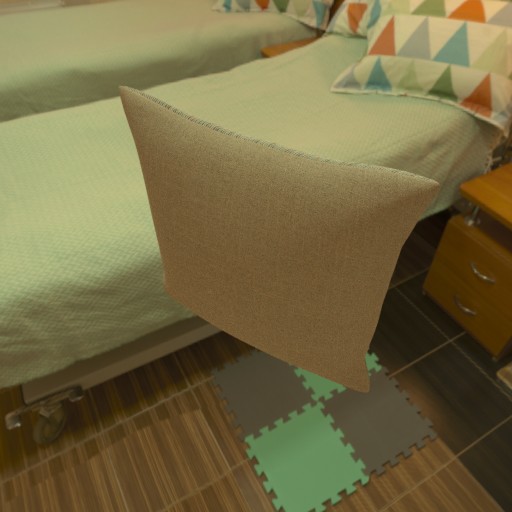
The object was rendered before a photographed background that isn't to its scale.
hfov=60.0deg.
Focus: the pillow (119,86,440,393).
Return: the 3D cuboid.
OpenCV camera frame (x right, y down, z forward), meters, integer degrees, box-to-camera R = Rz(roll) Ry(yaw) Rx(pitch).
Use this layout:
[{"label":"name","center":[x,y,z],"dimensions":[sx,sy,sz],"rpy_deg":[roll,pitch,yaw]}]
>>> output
[{"label":"pillow","center":[0.000,0.000,0.785],"dimensions":[0.512,0.506,0.178],"rpy_deg":[23,50,21]}]
